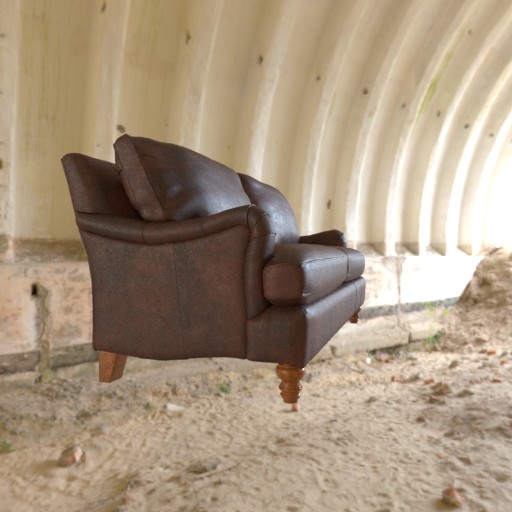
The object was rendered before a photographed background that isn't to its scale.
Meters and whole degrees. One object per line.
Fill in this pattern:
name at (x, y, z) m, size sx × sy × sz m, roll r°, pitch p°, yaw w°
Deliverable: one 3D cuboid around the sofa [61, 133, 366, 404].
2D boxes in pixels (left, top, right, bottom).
sofa at (0.000, 0.000, 2.731) m, size 1.147 × 1.071 × 2.144 m, roll 0°, pitch 1°, yaw 19°
